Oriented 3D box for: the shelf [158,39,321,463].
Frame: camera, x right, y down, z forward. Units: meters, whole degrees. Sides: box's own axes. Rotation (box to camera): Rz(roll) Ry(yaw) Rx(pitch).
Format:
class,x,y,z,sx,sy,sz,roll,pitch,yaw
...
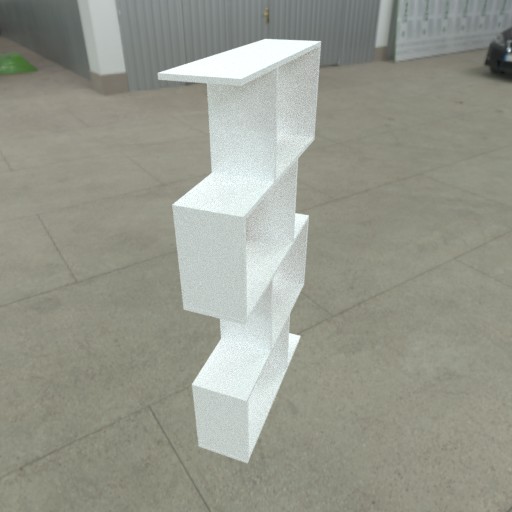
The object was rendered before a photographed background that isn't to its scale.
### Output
class,x,y,z,sx,sy,sz,roll,pitch,yaw
shelf,0.000,0.000,1.972,0.250,1.650,0.890,11,34,17
